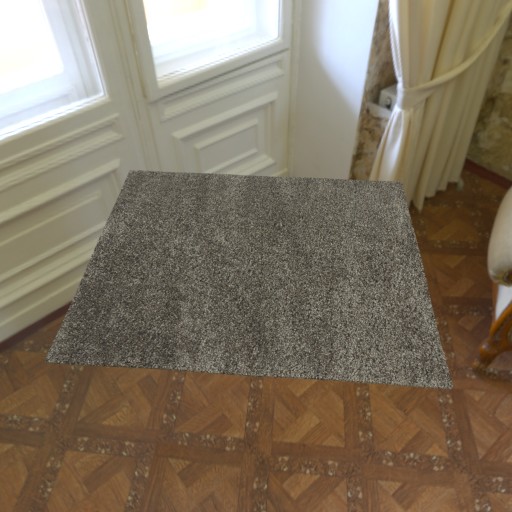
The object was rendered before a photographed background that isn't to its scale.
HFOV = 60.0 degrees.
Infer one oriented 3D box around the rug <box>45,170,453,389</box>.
[{"bbox_3d":[0.000,0.000,4.058,3.000,0.025,2.401,3,47,3],"label":"rug"}]
